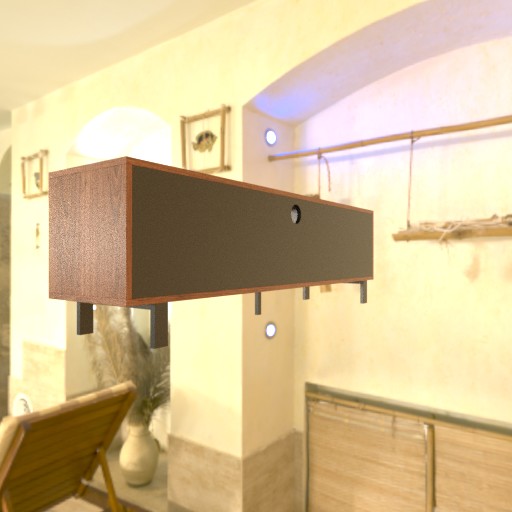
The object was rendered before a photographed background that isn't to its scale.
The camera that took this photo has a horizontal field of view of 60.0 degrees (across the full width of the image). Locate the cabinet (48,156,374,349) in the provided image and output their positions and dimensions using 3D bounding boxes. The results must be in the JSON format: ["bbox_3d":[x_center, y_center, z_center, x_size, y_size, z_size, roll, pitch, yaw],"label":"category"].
[{"bbox_3d":[0.000,0.000,1.897,0.400,0.500,1.650,0,0,36],"label":"cabinet"}]
